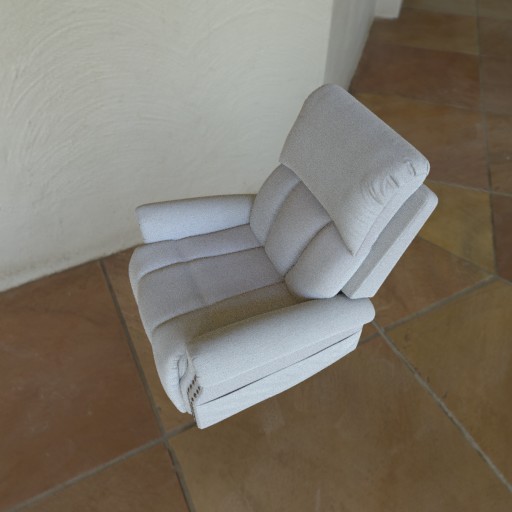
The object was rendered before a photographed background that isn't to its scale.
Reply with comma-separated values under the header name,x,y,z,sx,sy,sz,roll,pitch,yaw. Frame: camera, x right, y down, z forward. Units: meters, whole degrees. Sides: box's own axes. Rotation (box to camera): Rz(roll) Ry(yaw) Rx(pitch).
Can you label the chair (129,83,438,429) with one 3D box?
name,x,y,z,sx,sy,sz,roll,pitch,yaw
chair,0.000,0.000,1.750,0.979,1.031,0.871,-18,50,-16
